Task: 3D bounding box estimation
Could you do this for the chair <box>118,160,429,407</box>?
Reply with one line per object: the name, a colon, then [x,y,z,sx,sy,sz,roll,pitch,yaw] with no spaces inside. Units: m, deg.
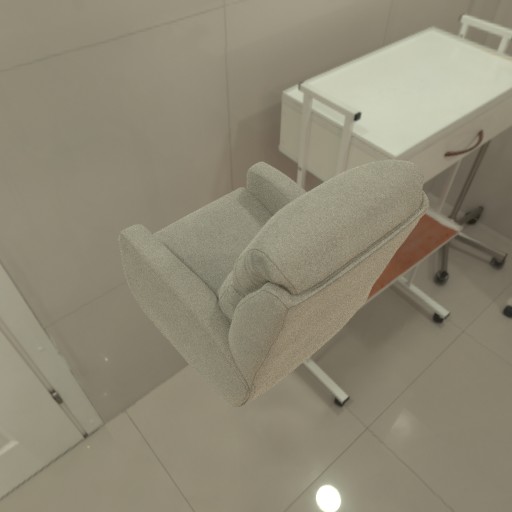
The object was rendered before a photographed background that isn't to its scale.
chair: [0.000,0.000,1.733,0.794,1.021,0.940,-33,55,-26]
